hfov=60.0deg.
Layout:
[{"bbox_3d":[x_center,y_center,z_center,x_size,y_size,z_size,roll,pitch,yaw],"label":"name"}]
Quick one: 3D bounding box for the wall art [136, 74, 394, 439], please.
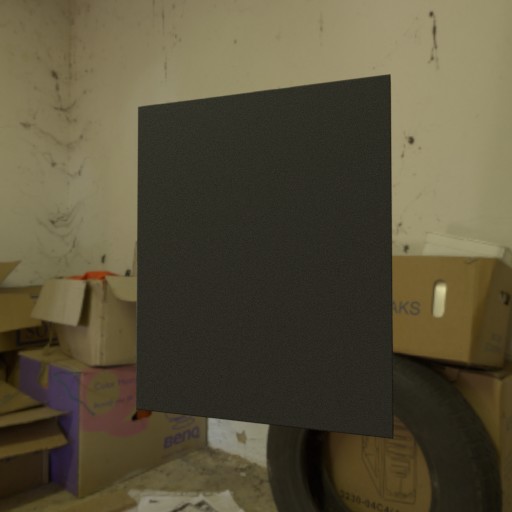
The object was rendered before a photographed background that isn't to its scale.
[{"bbox_3d":[0.000,0.000,0.833,0.489,0.608,0.040,0,-2,18],"label":"wall art"}]
